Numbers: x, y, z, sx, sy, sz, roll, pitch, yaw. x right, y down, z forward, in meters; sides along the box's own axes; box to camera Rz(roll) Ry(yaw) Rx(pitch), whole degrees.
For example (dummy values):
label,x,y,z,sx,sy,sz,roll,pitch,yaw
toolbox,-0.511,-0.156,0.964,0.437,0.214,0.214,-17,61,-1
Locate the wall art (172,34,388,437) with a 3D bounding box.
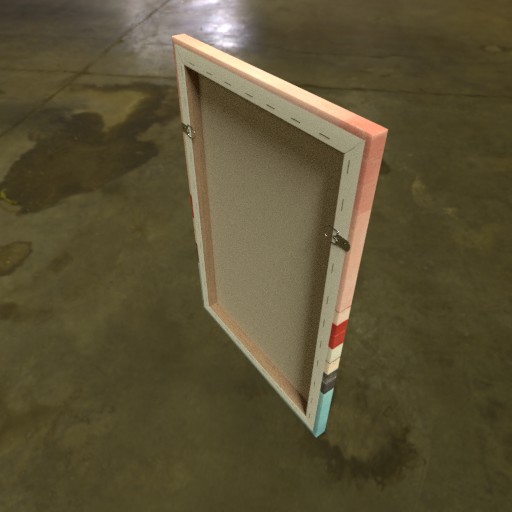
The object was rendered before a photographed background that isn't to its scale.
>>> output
label,x,y,z,sx,sy,sz,roll,pitch,yaw
wall art,0.000,0.000,1.133,0.038,0.914,0.610,-26,48,-26
